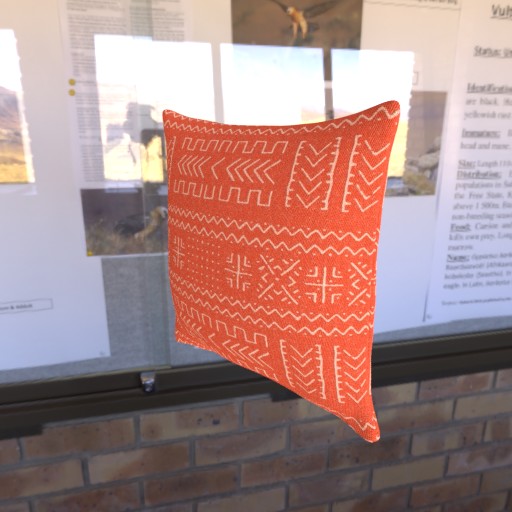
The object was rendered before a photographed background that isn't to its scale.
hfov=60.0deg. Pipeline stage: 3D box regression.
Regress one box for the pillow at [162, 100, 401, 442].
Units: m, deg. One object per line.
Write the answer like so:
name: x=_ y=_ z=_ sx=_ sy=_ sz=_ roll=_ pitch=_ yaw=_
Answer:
pillow: x=0.000 y=0.000 z=0.661 sx=0.438 sy=0.429 sz=0.164 roll=15 pitch=22 yaw=42
